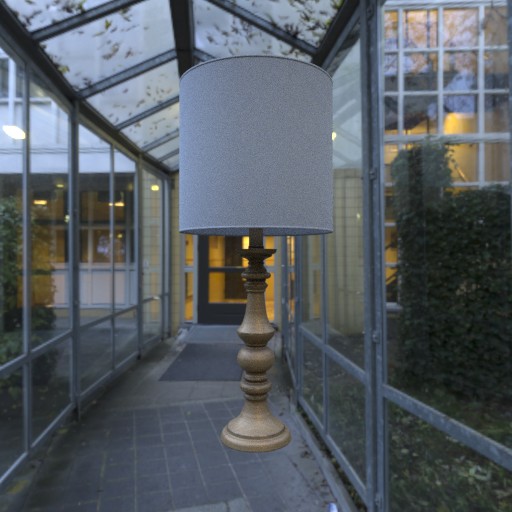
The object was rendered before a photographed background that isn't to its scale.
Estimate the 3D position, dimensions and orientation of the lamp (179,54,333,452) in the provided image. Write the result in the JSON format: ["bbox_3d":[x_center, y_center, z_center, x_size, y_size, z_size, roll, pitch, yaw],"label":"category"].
[{"bbox_3d":[0.000,0.000,0.731,0.250,0.597,0.250,0,0,-2],"label":"lamp"}]
